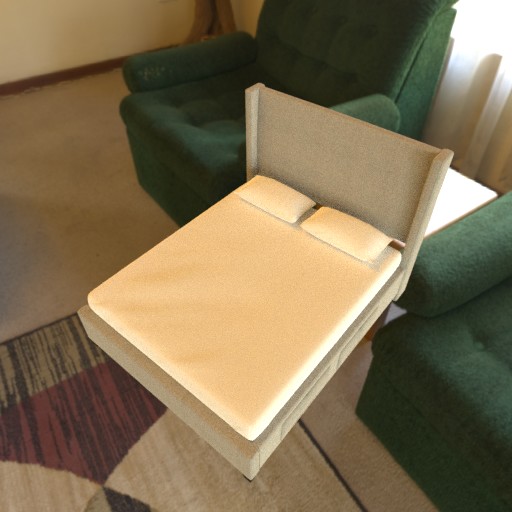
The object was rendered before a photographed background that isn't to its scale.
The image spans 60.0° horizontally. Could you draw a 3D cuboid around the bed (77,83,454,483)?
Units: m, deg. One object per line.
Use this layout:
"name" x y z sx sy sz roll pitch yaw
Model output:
"bed" 0.000 0.000 3.407 1.774 1.491 2.222 30 52 27
